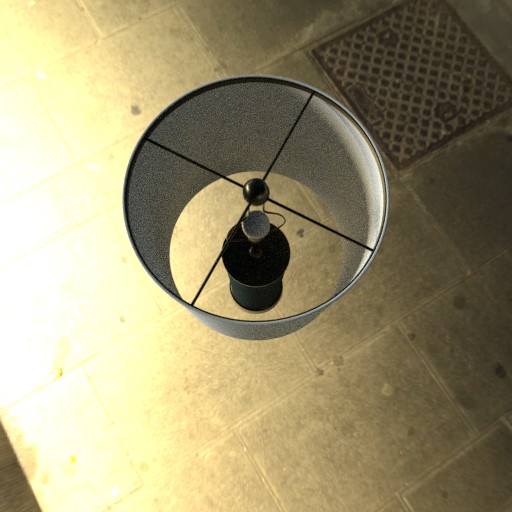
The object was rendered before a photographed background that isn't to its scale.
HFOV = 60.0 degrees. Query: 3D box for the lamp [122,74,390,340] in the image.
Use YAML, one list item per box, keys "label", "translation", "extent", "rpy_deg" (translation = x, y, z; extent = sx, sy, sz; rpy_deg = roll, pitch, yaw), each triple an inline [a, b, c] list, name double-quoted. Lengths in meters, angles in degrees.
- label: "lamp"
  translation: [0.000, 0.000, 0.790]
  extent: [0.301, 0.630, 0.301]
  rpy_deg: [-17, 76, -4]
